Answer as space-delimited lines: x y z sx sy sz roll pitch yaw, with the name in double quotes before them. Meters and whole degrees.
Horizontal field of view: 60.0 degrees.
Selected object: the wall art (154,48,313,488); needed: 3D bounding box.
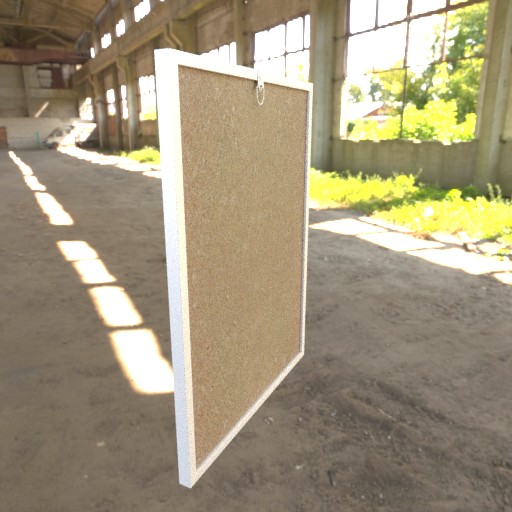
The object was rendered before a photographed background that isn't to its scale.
"wall art" 0.000 0.000 1.363 0.042 1.056 0.805 8 18 26
